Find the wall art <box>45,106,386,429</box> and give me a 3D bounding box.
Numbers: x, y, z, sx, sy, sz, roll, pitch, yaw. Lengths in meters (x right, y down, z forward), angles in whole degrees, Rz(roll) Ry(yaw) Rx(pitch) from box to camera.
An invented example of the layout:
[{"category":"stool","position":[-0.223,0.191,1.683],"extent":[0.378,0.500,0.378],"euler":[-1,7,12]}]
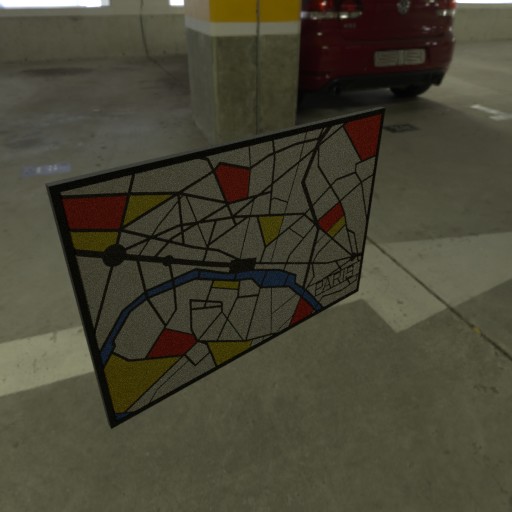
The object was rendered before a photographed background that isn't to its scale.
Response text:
[{"category":"wall art","position":[0.000,0.000,0.846],"extent":[0.664,0.458,0.013],"euler":[-23,38,-32]}]
